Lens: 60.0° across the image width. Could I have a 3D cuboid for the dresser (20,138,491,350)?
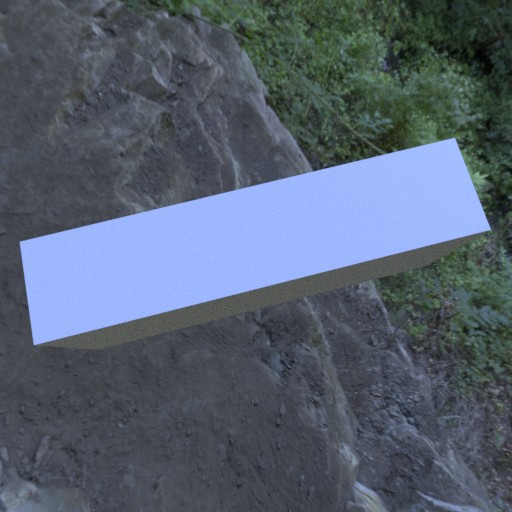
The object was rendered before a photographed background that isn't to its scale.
[{"bbox_3d":[0.000,0.000,2.530,2.200,0.840,0.500,-14,77,-3],"label":"dresser"}]
